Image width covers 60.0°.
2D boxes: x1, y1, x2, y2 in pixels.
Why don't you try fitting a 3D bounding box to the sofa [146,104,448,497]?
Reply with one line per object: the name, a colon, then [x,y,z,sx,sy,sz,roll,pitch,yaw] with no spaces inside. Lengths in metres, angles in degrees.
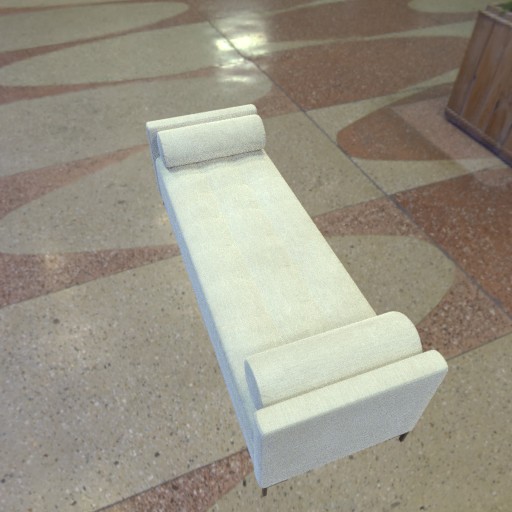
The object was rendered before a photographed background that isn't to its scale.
sofa: [0.000,0.000,2.269,0.686,0.635,1.981,-15,47,-14]
